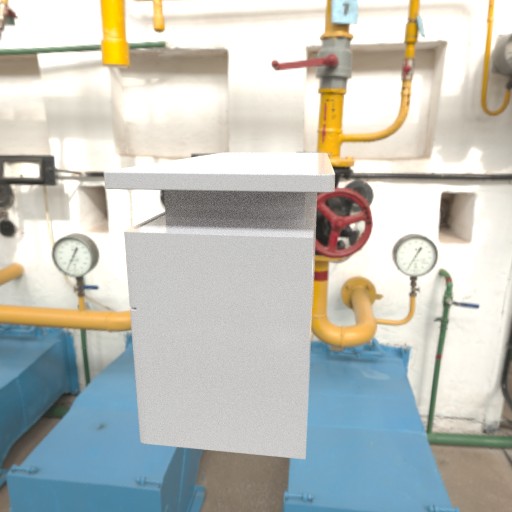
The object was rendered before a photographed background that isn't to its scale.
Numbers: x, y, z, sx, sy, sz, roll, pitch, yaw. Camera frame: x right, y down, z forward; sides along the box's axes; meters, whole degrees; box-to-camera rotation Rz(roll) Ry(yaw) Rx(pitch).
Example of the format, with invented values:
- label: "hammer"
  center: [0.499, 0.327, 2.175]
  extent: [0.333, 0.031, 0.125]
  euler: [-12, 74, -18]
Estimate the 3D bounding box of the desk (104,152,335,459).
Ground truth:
- label: "desk"
  center: [0.000, 0.000, 1.778]
  extent: [0.550, 0.762, 1.400]
  euler: [2, 15, 8]
